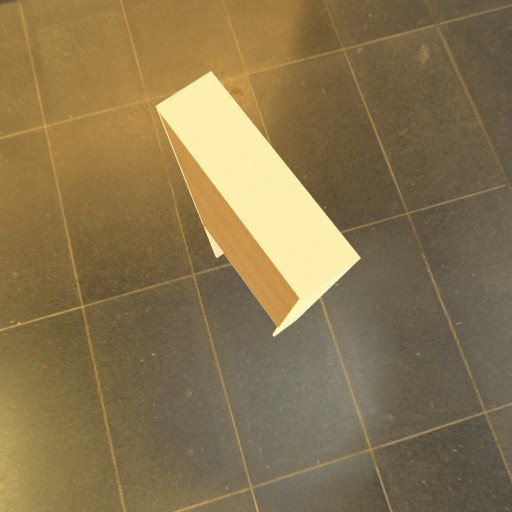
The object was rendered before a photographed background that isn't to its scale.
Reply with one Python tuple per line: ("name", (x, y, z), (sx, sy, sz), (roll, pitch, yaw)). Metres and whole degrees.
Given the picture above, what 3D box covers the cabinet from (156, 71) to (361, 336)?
("cabinet", (0.000, 0.000, 1.992), (0.192, 1.770, 0.643), (-35, 79, -8))
